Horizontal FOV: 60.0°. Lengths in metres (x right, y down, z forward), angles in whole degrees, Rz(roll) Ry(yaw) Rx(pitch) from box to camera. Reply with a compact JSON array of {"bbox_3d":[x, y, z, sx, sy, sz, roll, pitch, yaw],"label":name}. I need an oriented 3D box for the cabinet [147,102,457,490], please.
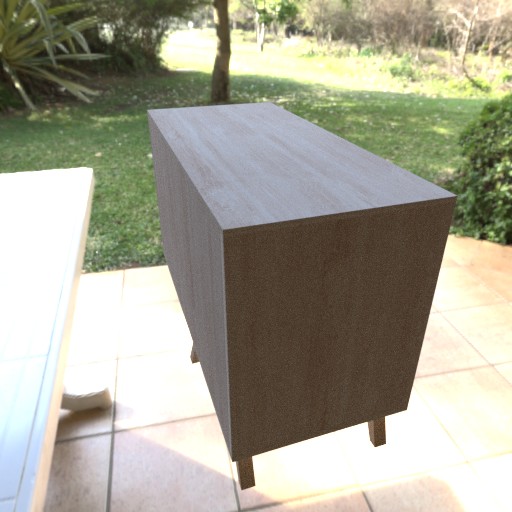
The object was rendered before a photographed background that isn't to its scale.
[{"bbox_3d":[0.000,0.000,1.492,0.500,0.780,1.110,-9,30,-16],"label":"cabinet"}]
